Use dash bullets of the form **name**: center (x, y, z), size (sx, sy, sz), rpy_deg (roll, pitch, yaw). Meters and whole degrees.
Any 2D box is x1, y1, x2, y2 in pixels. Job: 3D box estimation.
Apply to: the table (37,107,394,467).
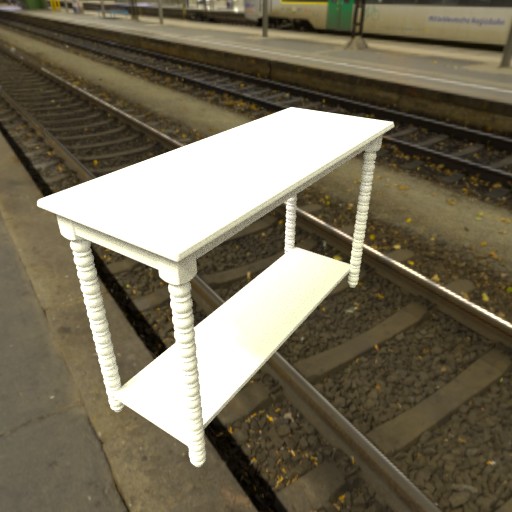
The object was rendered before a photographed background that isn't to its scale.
- **table**: center (0.000, 0.000, 1.539), size (0.459, 0.740, 1.184), rpy_deg (19, 36, 29)
